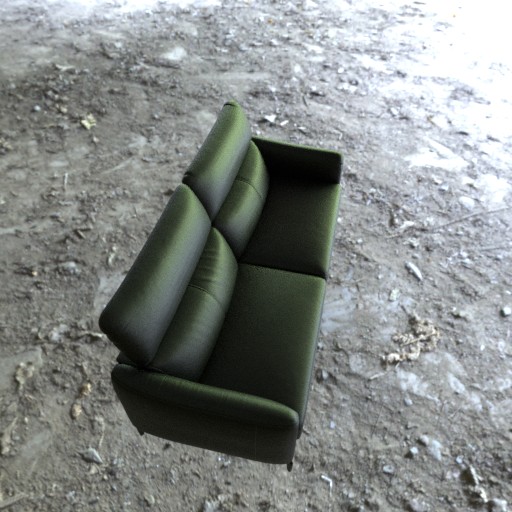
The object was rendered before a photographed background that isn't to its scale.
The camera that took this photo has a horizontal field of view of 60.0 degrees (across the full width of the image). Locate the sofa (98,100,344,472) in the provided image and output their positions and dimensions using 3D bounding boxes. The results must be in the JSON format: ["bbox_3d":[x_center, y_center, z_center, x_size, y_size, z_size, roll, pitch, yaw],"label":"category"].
[{"bbox_3d":[0.000,0.000,2.568,0.856,0.957,2.069,10,47,9],"label":"sofa"}]
